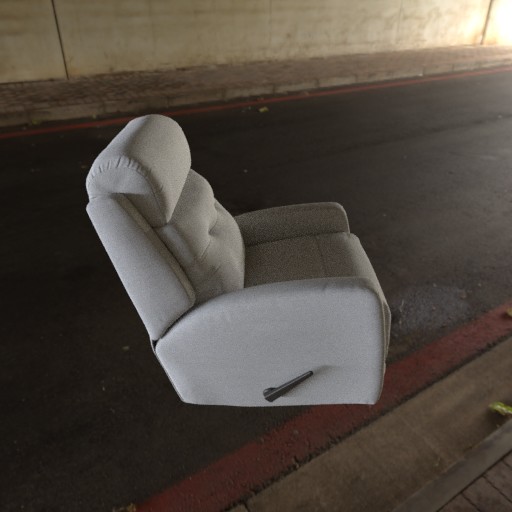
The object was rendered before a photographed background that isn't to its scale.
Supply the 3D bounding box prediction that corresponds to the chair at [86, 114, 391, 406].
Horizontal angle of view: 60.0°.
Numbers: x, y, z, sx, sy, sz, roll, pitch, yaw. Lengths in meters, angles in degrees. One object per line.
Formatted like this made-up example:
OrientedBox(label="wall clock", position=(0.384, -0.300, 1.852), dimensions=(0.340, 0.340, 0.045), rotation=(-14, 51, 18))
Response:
OrientedBox(label="chair", position=(0.000, 0.000, 1.763), dimensions=(1.043, 1.013, 0.798), rotation=(0, 30, 0))
